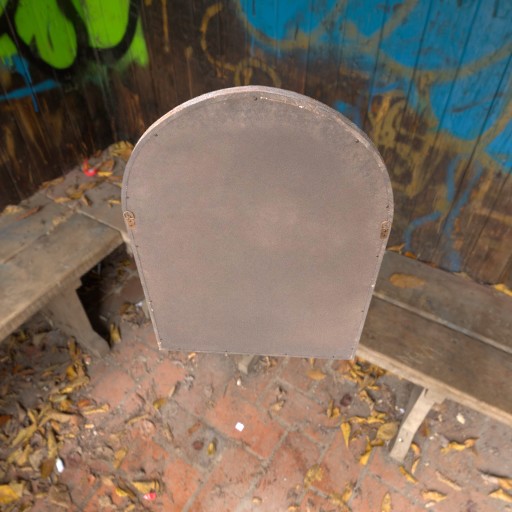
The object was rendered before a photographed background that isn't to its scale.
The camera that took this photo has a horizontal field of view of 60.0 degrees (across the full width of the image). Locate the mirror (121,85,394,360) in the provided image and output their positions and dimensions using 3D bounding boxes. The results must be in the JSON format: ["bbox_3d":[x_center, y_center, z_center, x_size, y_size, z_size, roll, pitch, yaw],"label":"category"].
[{"bbox_3d":[0.000,0.000,1.192,0.660,0.920,0.032,2,45,2],"label":"mirror"}]
